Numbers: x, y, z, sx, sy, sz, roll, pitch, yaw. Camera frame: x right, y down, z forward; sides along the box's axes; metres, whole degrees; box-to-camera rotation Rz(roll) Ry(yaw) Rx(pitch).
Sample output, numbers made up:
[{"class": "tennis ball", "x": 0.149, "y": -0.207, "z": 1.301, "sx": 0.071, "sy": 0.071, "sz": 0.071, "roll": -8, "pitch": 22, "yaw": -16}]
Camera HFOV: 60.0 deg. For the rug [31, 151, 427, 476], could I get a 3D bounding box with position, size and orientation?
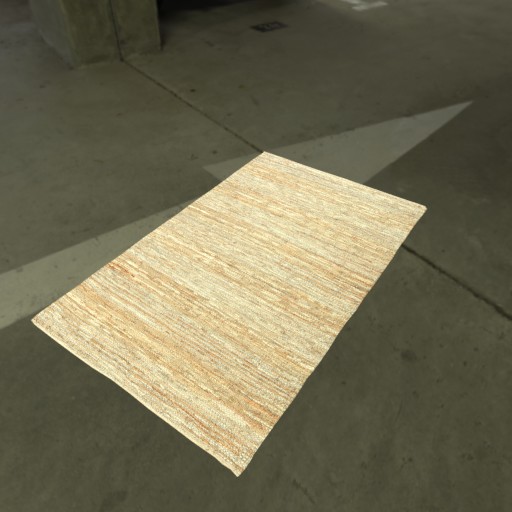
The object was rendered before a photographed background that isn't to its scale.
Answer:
[{"class": "rug", "x": 0.000, "y": 0.000, "z": 2.995, "sx": 1.529, "sy": 0.009, "sz": 2.446, "roll": 25, "pitch": 48, "yaw": 25}]
